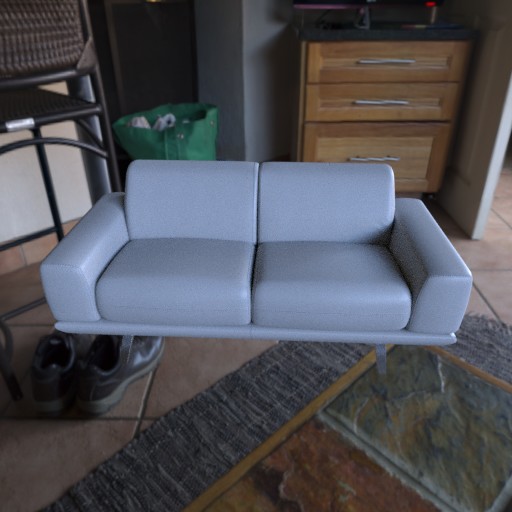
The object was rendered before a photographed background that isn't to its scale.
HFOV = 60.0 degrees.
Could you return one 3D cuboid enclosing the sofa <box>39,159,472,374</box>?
[{"bbox_3d":[0.000,0.000,2.340,1.901,0.772,0.900,1,30,3],"label":"sofa"}]
